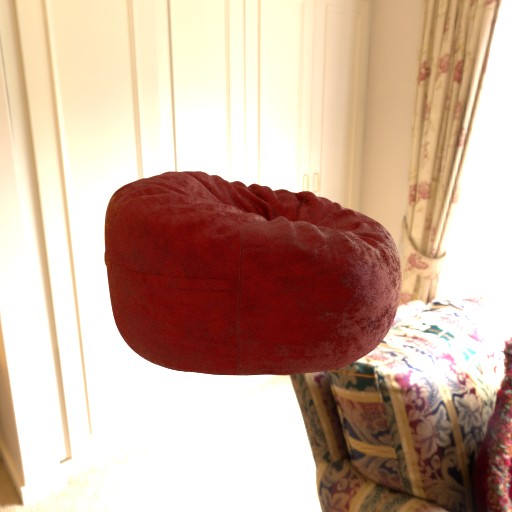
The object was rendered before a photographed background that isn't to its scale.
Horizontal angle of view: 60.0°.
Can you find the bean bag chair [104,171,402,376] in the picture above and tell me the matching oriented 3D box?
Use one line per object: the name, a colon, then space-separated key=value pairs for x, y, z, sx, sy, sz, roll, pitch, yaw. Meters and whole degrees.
bean bag chair: x=0.000 y=0.000 z=2.424 sx=1.524 sy=0.878 sz=1.524 roll=2 pitch=15 yaw=9
